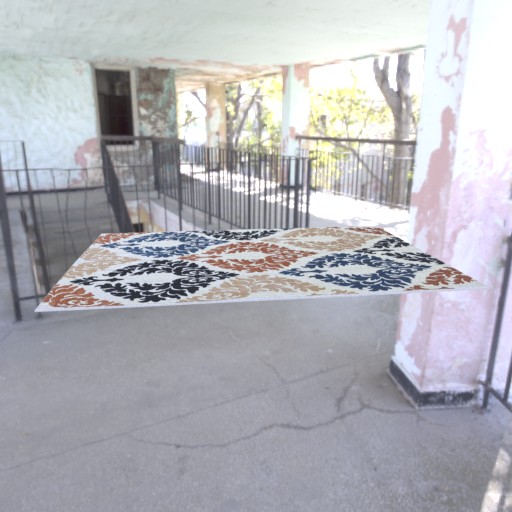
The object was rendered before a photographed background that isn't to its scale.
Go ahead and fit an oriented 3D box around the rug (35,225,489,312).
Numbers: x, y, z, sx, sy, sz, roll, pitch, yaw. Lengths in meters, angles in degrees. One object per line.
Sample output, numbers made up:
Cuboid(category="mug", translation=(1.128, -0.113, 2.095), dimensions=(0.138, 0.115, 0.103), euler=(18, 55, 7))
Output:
Cuboid(category="rug", translation=(0.000, 0.000, 2.900), dimensions=(2.275, 0.014, 1.514), euler=(-2, 17, -7))
